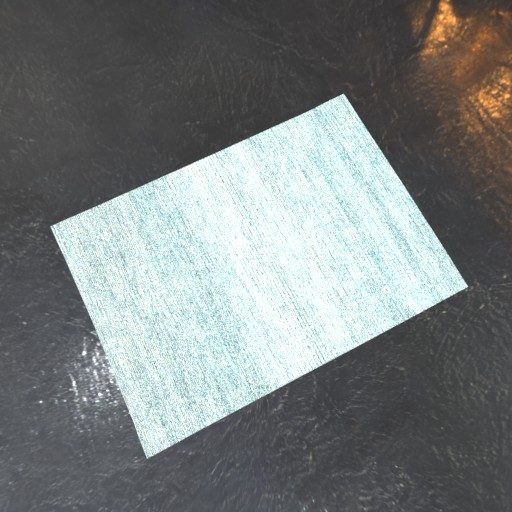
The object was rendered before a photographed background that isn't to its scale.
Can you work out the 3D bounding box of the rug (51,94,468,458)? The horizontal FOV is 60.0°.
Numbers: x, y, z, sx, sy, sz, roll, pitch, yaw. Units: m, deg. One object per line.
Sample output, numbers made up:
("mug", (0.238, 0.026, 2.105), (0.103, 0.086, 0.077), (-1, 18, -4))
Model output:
("rug", (0.000, 0.000, 2.899), (2.260, 0.026, 1.611), (-26, 76, -7))
